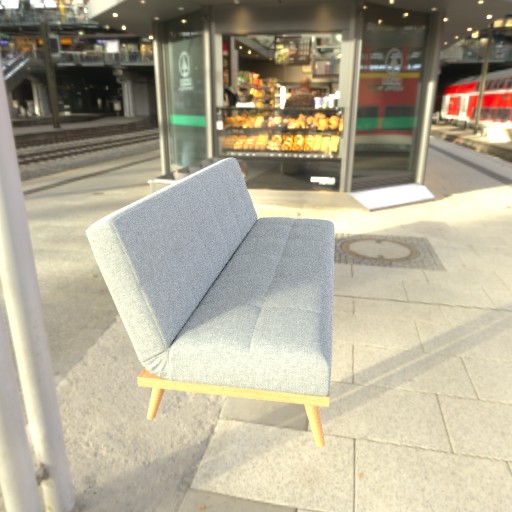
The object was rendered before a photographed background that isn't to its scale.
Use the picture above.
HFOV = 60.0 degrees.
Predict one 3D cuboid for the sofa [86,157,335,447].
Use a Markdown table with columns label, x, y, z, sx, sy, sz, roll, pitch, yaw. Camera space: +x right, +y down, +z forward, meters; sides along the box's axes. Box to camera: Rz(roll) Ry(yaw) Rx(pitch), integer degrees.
| label | x | y | z | sx | sy | sz | roll | pitch | yaw |
| --- | --- | --- | --- | --- | --- | --- | --- | --- | --- |
| sofa | 0.000 | 0.000 | 2.279 | 0.800 | 0.800 | 1.820 | 3 | 19 | 9 |
